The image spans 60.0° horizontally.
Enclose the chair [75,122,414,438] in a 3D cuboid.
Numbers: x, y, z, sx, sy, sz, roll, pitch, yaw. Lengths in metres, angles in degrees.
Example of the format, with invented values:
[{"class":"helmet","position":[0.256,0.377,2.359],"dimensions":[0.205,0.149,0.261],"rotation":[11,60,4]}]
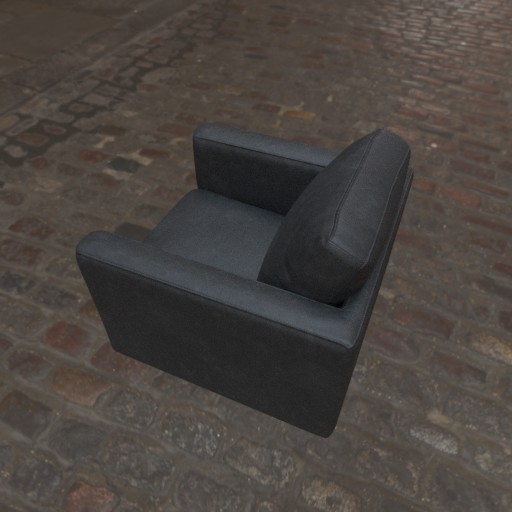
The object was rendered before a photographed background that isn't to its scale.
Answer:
[{"class":"chair","position":[0.000,0.000,1.588],"dimensions":[0.879,0.898,0.831],"rotation":[18,49,16]}]
